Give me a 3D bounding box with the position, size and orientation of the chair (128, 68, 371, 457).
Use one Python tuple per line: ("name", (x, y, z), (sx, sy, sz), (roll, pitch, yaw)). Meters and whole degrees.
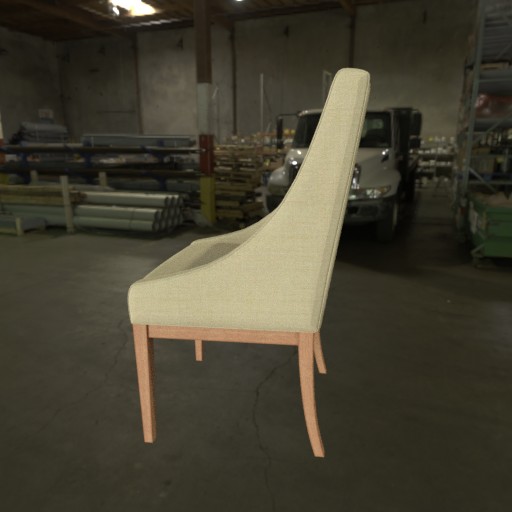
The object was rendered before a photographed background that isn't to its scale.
("chair", (0.000, 0.000, 1.400), (0.611, 1.021, 0.575), (2, 14, 9))
